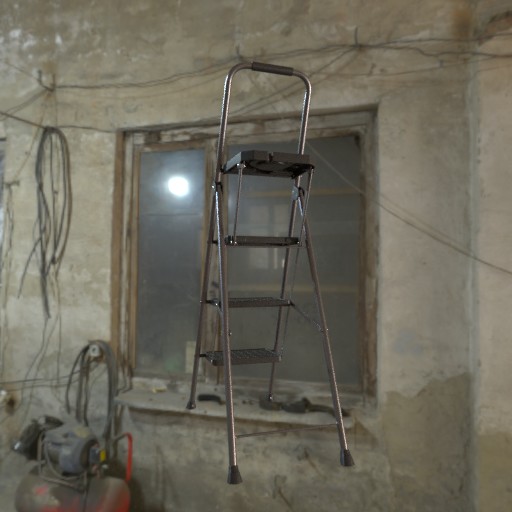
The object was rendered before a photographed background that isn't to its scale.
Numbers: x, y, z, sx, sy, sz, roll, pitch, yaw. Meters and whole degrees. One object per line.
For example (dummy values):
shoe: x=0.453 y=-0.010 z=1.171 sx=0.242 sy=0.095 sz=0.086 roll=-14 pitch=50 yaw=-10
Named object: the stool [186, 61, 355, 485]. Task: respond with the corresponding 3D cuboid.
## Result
stool: x=0.000 y=0.000 z=1.635 sx=0.396 sy=1.277 sz=0.733 roll=1 pitch=-2 yaw=-18
